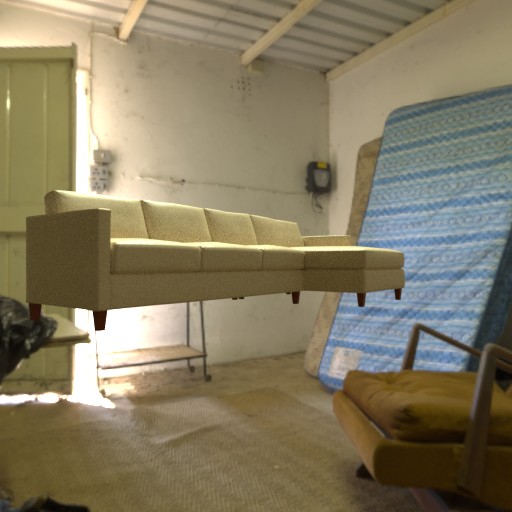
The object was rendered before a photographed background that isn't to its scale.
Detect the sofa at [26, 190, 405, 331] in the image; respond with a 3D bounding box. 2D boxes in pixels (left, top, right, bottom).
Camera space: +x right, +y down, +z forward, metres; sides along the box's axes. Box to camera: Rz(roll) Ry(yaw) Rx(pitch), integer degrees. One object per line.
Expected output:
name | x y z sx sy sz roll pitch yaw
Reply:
sofa | 0.000 0.000 4.081 1.603 0.954 3.471 -1 -1 37
